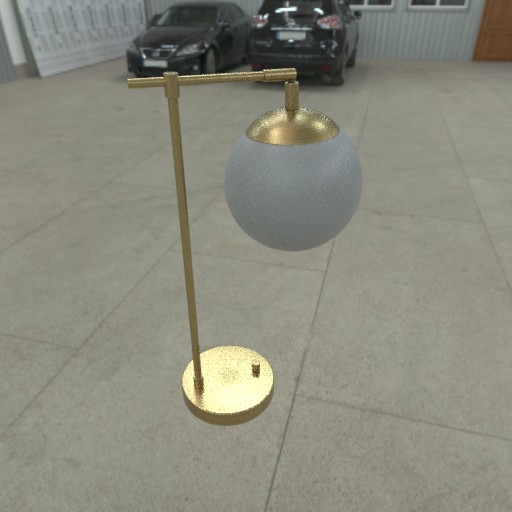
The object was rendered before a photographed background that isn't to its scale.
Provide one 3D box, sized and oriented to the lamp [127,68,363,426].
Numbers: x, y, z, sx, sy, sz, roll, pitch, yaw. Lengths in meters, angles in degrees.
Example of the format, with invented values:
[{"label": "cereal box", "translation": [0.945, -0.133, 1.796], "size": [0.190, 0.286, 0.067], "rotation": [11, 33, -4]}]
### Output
[{"label": "lamp", "translation": [0.000, 0.000, 0.710], "size": [0.324, 0.559, 0.207], "rotation": [-11, 32, -17]}]
